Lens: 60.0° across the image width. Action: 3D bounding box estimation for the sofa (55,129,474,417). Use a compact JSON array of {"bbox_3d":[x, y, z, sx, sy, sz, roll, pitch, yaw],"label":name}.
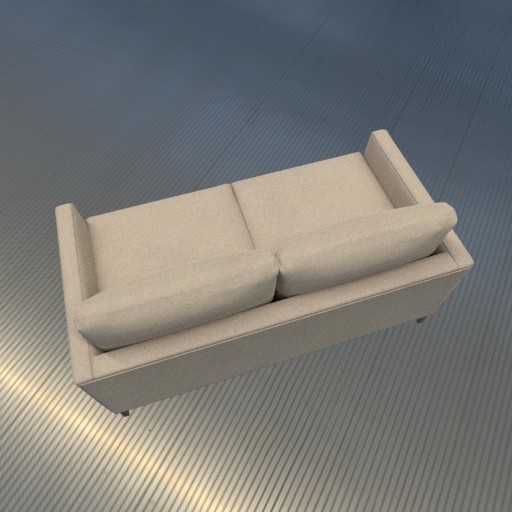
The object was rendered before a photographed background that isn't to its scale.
[{"bbox_3d":[0.000,0.000,2.103,1.682,0.840,0.875,-15,60,-9],"label":"sofa"}]
